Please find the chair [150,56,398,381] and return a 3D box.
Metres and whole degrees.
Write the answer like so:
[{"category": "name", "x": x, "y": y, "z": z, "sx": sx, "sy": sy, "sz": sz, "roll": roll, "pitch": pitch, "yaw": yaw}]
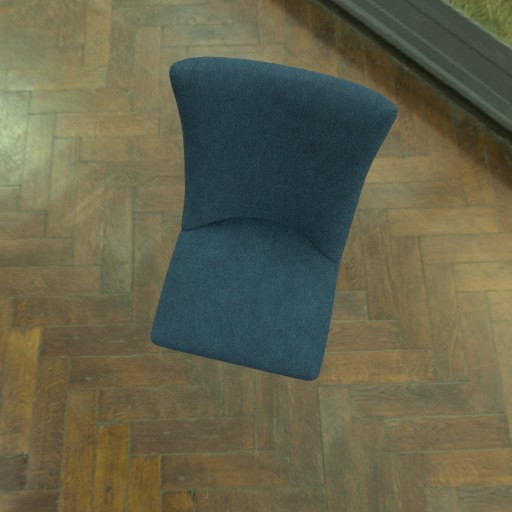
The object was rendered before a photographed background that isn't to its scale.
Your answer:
[{"category": "chair", "x": 0.000, "y": 0.000, "z": 1.264, "sx": 0.495, "sy": 0.902, "sz": 0.609, "roll": 12, "pitch": 75, "yaw": 3}]
